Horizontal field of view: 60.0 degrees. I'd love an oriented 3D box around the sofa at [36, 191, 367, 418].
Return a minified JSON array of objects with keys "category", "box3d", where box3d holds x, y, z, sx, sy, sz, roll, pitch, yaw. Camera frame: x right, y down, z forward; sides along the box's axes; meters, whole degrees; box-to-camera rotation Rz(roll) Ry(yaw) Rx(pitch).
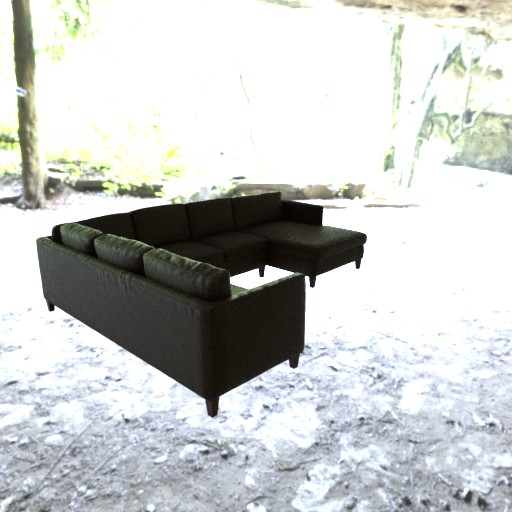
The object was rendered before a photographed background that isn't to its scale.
[{"category":"sofa","box3d":[0.000,0.000,4.621,2.593,0.923,3.460,15,21,42]}]
